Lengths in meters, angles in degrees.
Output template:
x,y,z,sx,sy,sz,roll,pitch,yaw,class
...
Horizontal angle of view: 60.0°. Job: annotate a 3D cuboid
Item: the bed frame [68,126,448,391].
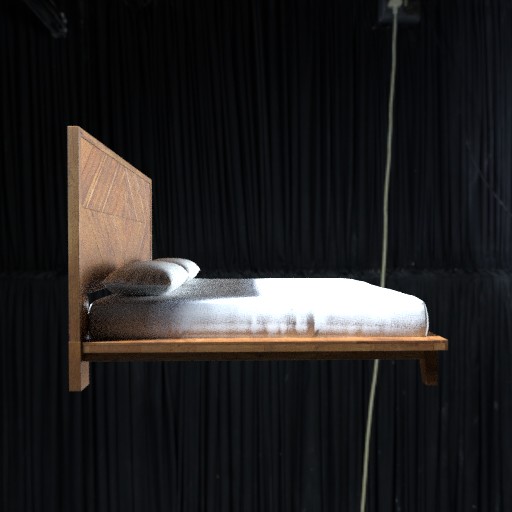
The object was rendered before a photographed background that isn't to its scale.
x,y,z,sx,sy,sz,roll,pitch,yaw,class
0.000,0.000,3.618,2.235,1.537,2.038,0,1,-2,bed frame
